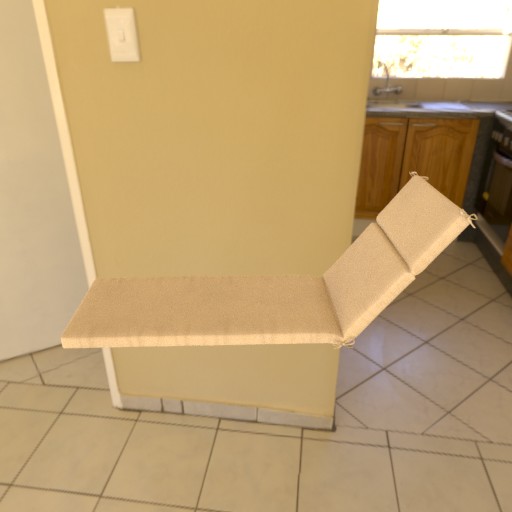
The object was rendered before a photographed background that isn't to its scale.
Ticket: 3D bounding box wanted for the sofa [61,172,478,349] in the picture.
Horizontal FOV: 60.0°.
[{"bbox_3d":[0.000,0.000,1.989,1.663,0.622,0.582,-1,27,-2],"label":"sofa"}]
